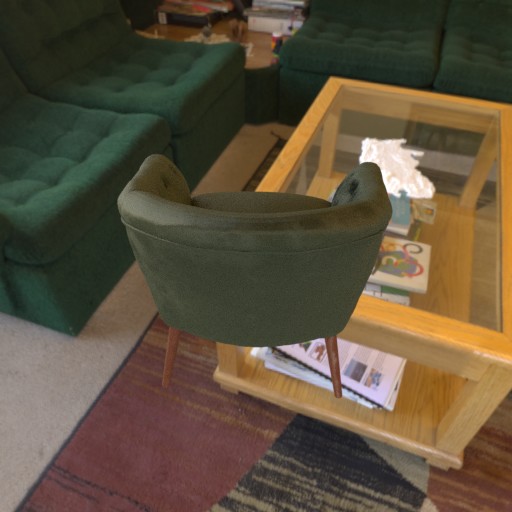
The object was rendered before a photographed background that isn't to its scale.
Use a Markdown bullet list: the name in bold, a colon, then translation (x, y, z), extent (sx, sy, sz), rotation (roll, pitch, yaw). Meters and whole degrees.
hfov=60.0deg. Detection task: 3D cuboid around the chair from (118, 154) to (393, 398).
- **chair**: translation (0.000, 0.000, 1.515), extent (0.851, 0.885, 0.776), rotation (3, 44, 3)
